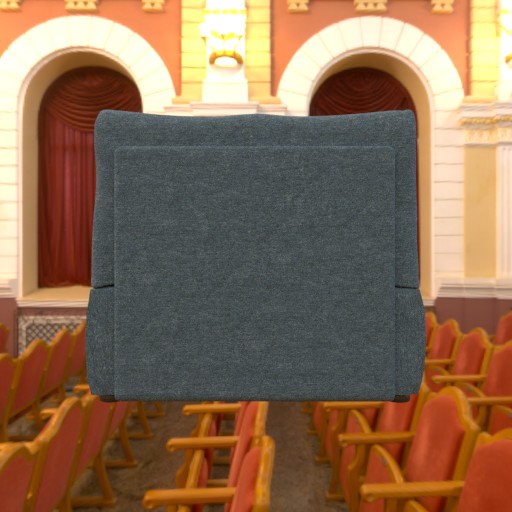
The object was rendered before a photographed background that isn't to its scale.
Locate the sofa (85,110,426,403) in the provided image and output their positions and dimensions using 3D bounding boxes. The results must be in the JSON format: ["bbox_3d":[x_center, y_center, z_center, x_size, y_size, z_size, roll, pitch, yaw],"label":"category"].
[{"bbox_3d":[0.000,0.000,1.685,0.930,0.820,1.000,0,0,0],"label":"sofa"}]
